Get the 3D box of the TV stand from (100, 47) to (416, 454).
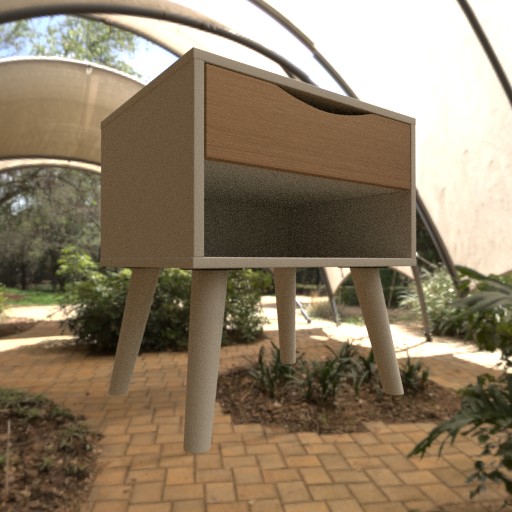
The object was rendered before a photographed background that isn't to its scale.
[{"bbox_3d":[0.000,0.000,0.909,0.508,0.559,0.405,0,-1,-36],"label":"TV stand"}]
